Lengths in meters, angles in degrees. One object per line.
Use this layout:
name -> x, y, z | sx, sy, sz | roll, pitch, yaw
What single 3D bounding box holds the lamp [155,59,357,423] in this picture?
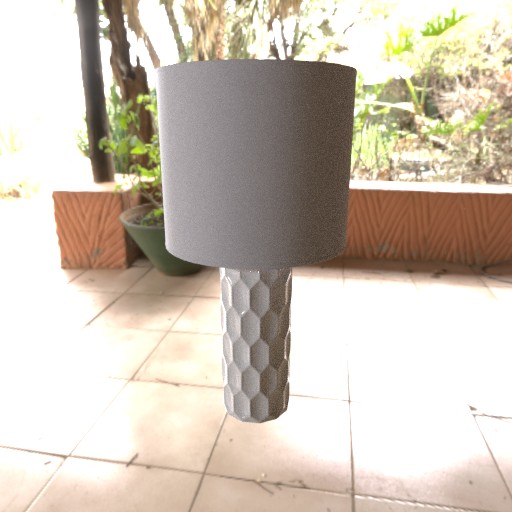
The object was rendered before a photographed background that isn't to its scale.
lamp -> 0.000, 0.000, 0.697 | 0.277, 0.537, 0.277 | 3, 17, 8
